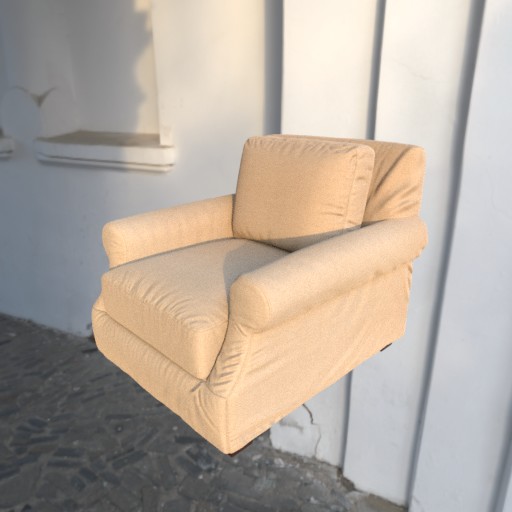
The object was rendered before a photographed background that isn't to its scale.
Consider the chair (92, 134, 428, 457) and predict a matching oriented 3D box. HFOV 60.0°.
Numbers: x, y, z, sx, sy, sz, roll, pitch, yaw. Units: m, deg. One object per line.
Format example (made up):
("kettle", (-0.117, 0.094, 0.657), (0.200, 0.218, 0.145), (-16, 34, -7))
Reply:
("chair", (0.000, 0.000, 1.733), (1.066, 0.866, 0.940), (-18, 26, -41))
